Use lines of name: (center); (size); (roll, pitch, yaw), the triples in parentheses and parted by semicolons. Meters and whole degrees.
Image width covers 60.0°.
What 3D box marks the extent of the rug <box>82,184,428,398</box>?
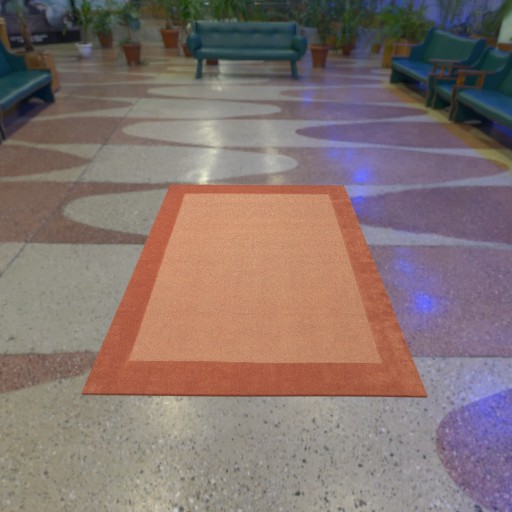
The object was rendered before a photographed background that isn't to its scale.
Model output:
rug: (0.000, 0.000, 2.328); (1.219, 0.014, 1.829); (0, 33, 0)
